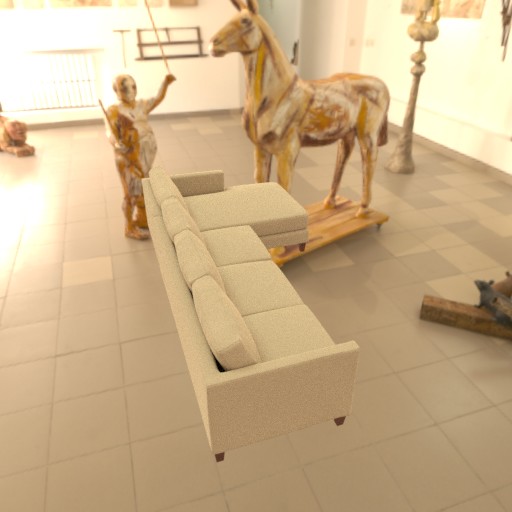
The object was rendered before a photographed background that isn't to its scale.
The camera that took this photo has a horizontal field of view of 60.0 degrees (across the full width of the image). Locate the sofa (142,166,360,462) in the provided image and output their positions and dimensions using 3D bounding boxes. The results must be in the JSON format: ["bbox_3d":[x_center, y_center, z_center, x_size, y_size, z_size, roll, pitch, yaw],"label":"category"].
[{"bbox_3d":[0.000,0.000,3.961,1.625,0.861,3.186,-10,32,-16],"label":"sofa"}]
